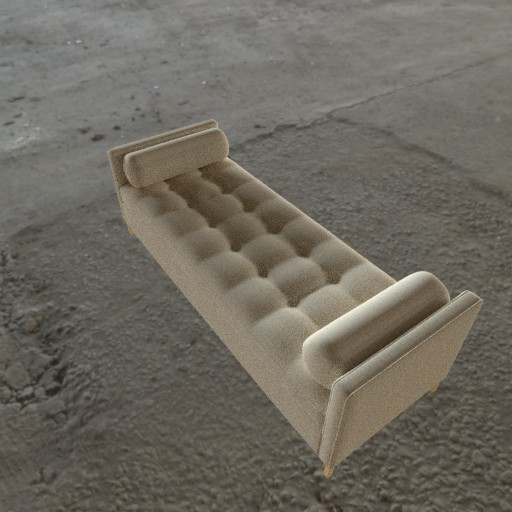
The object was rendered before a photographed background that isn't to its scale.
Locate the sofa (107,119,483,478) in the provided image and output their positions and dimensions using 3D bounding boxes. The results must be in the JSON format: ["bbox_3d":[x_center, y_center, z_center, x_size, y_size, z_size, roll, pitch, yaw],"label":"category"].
[{"bbox_3d":[0.000,0.000,2.316,0.746,0.641,1.985,-25,47,-26],"label":"sofa"}]
